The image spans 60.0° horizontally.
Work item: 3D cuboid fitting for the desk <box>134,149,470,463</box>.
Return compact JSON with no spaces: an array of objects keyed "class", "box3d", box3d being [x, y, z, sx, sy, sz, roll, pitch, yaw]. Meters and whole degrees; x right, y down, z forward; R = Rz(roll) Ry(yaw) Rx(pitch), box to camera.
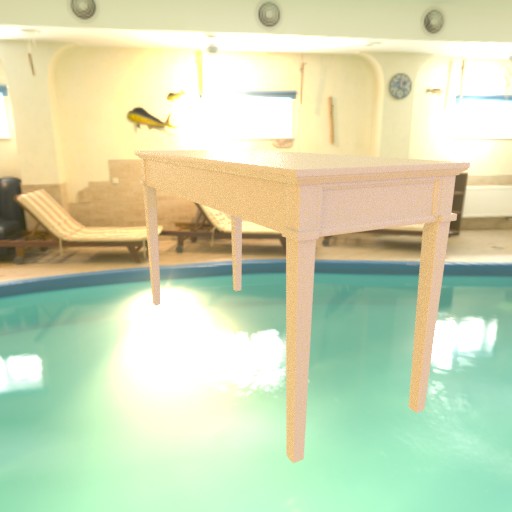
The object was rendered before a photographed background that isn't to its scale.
[{"class":"desk","box3d":[0.000,0.000,1.739,0.559,0.774,1.372,-8,17,-28]}]
